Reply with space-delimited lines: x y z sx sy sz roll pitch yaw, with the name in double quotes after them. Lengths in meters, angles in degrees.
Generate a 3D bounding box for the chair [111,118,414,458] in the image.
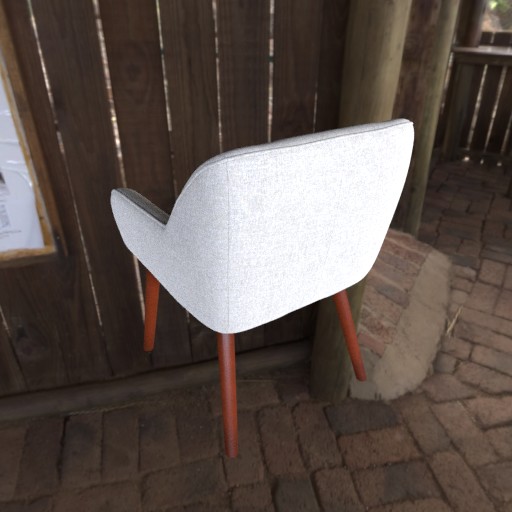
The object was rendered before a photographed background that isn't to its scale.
0.000 0.000 1.259 0.610 0.813 0.610 -18 34 -29 "chair"
